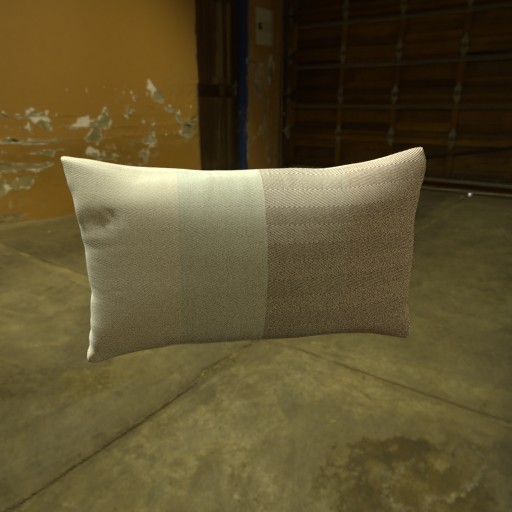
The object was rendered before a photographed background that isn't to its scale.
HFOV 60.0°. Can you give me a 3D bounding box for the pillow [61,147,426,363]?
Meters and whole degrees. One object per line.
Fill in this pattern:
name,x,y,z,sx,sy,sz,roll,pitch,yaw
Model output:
pillow,0.000,0.000,0.649,0.506,0.305,0.139,-3,18,-8
